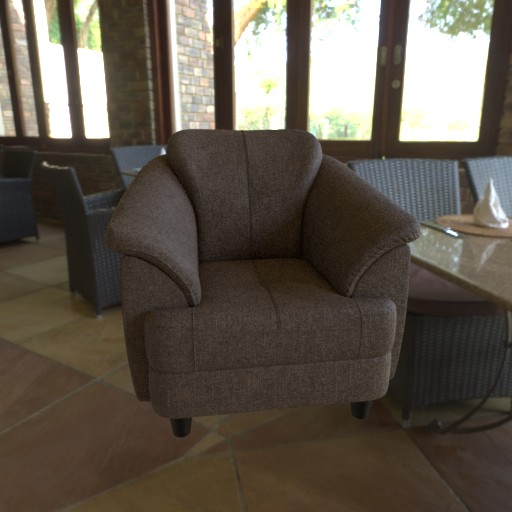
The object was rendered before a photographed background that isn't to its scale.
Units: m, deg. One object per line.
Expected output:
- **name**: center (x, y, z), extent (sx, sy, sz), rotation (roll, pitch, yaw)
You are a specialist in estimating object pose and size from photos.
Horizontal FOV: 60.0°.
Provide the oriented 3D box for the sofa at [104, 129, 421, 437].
- **sofa**: center (0.000, 0.000, 1.467), extent (0.870, 0.811, 0.794), rotation (-2, 16, -8)
